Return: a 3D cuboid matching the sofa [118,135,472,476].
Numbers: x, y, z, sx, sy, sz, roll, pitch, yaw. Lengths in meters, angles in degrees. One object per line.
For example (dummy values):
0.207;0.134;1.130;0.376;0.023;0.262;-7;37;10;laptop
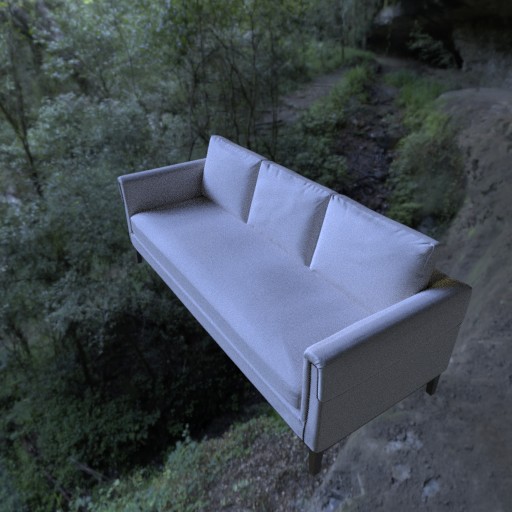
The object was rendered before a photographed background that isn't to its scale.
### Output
0.000;0.000;2.652;0.902;0.911;2.198;-19;36;-28;sofa
